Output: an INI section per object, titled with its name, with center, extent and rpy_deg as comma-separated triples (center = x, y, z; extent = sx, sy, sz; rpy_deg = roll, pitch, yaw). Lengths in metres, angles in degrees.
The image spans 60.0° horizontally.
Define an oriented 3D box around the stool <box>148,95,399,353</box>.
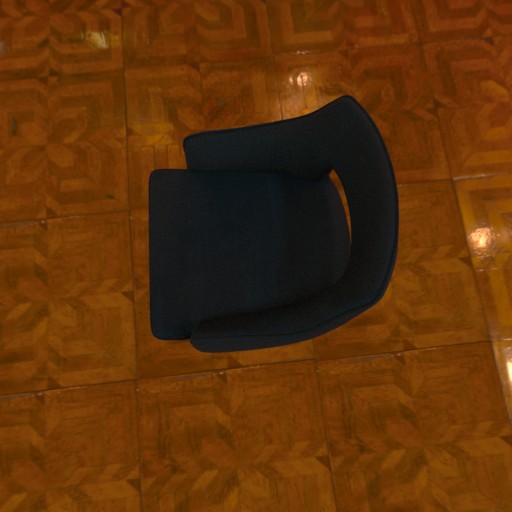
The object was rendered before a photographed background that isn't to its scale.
[stool]
center = 0.000, 0.000, 1.292
extent = 0.560, 0.940, 0.550
rpy_deg = -4, 75, -1
